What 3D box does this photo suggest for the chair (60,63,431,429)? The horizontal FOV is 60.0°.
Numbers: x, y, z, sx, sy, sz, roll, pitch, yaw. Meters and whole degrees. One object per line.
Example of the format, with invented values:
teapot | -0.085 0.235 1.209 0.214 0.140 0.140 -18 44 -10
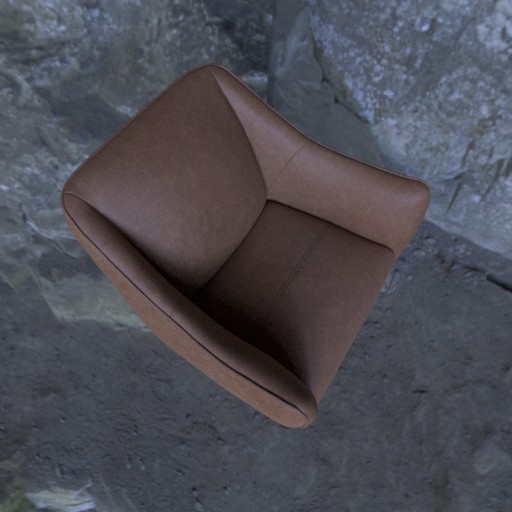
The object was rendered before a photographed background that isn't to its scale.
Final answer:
chair | 0.000 0.000 1.518 0.852 0.830 0.871 28 63 16
